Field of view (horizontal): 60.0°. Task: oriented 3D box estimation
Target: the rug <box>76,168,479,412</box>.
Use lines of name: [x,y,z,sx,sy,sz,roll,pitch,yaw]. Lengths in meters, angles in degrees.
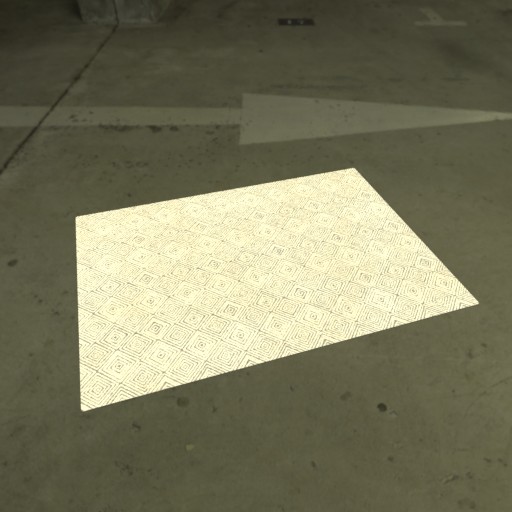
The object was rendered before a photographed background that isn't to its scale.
rug: [0.000,0.000,2.906,2.238,0.008,1.593,-12,43,-13]
